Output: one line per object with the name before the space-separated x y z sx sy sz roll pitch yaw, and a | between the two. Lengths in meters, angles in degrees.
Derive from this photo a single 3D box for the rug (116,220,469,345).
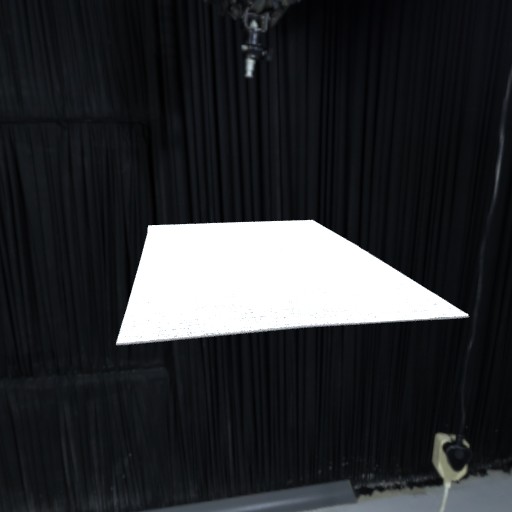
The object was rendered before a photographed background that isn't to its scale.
rug | 0.000 0.000 2.228 1.149 0.021 1.773 -3 15 -10
